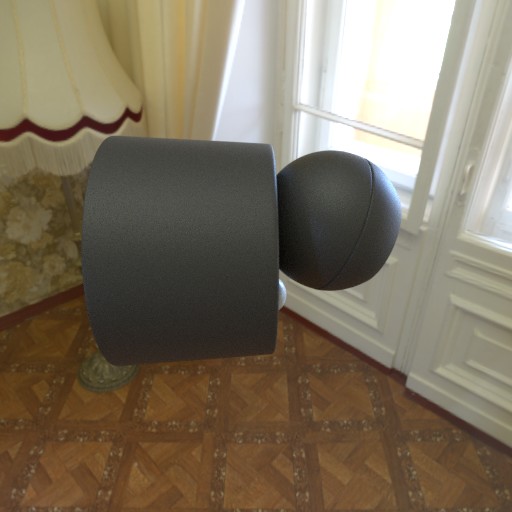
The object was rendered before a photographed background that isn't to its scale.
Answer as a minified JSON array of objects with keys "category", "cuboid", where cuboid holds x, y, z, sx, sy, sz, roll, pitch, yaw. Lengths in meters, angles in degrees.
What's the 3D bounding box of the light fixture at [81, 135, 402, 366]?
[{"category":"light fixture","cuboid":[0.000,0.000,0.270,0.160,0.143,0.134,-1,33,-1]}]
